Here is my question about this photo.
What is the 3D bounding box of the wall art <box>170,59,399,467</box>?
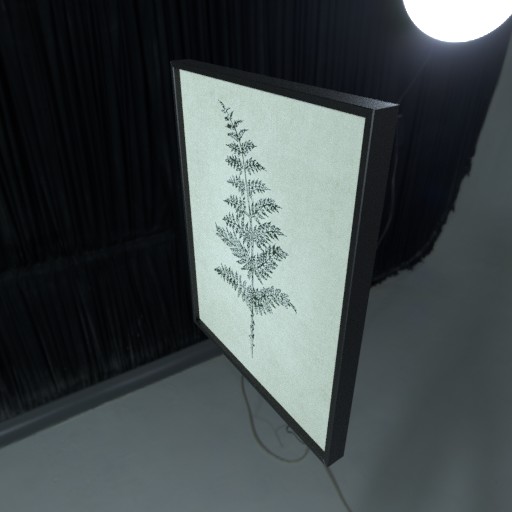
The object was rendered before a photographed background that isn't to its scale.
[{"bbox_3d":[0.000,0.000,0.734,0.039,0.555,0.449,-20,36,-30],"label":"wall art"}]
